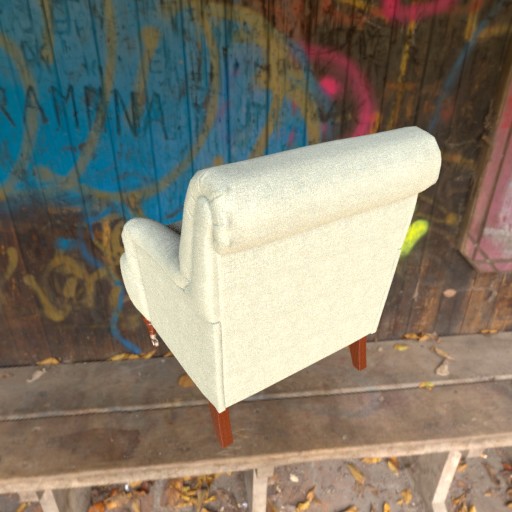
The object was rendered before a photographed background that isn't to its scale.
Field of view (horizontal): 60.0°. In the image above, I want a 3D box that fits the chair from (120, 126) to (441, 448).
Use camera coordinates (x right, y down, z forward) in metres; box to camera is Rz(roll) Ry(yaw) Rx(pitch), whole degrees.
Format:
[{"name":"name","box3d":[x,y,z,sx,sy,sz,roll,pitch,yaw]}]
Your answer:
[{"name":"chair","box3d":[0.000,0.000,1.956,0.964,1.178,1.060,-19,35,-29]}]
